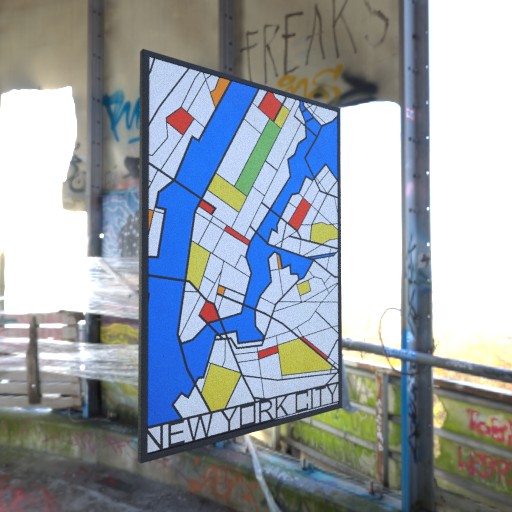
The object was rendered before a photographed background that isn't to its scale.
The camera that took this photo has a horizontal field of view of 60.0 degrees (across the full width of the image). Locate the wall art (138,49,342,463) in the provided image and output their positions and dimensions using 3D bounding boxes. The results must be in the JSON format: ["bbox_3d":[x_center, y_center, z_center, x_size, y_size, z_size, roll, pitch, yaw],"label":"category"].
[{"bbox_3d":[0.000,0.000,0.846,0.460,0.660,0.013,1,-1,-36],"label":"wall art"}]
